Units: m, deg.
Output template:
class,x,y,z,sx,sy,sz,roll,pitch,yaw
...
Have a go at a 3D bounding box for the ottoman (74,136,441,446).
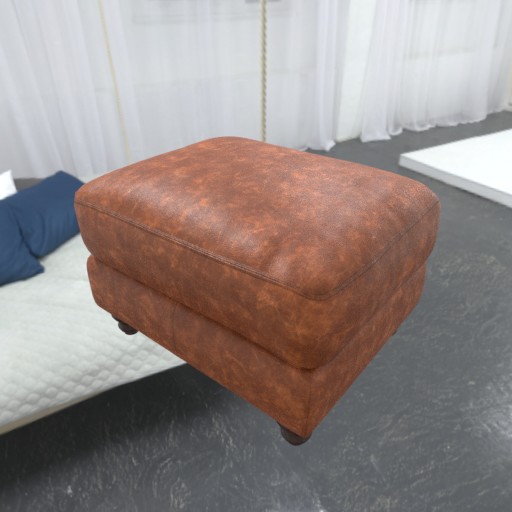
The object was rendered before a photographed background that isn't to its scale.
class,x,y,z,sx,sy,sz,roll,pitch,yaw
ottoman,0.000,0.000,1.265,0.832,0.562,0.657,22,37,33
